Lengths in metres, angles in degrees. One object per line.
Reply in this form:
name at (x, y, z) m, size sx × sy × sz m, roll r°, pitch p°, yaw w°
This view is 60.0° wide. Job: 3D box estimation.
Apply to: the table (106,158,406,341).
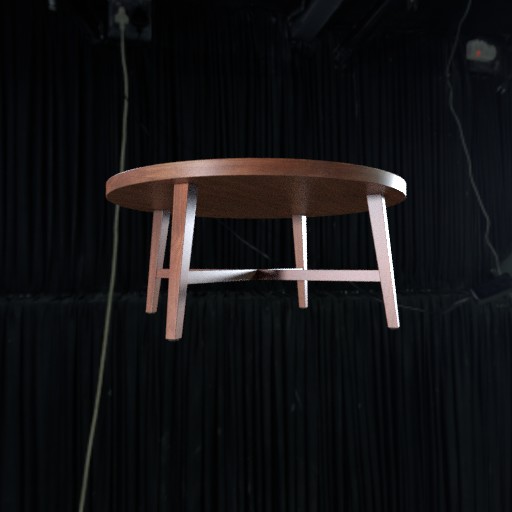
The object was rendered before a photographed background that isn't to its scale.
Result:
table at (0.000, 0.000, 1.246) m, size 0.800 × 0.360 × 0.800 m, roll 0°, pitch -1°, yaw 0°
